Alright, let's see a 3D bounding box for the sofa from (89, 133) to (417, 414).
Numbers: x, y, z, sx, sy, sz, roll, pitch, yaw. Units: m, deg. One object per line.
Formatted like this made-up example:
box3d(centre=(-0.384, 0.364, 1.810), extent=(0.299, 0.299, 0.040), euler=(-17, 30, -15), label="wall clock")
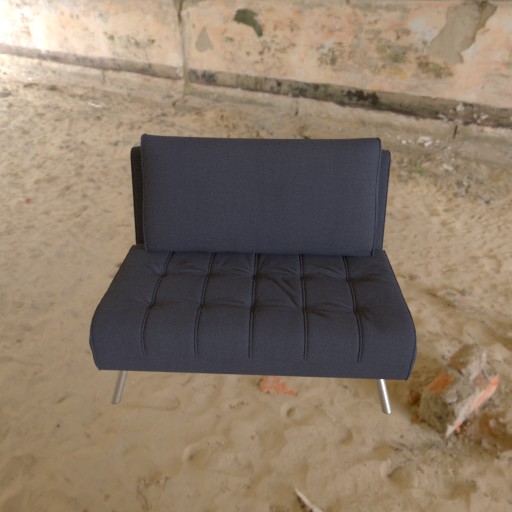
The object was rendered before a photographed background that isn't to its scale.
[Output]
box3d(centre=(0.000, 0.000, 1.927), extent=(1.220, 0.910, 0.910), euler=(1, 32, 2), label="sofa")
